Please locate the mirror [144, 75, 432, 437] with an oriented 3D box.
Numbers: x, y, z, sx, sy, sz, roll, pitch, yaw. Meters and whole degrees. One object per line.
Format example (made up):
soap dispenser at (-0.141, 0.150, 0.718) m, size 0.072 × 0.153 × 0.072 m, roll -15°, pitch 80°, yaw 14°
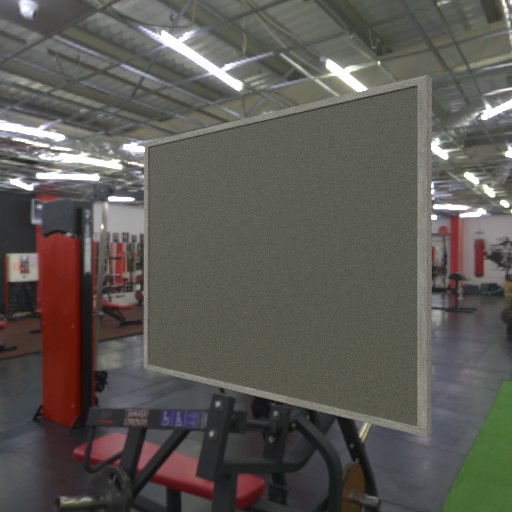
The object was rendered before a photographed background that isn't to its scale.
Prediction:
mirror at (0.000, 0.000, 1.103) m, size 0.839 × 0.689 × 0.028 m, roll 0°, pitch 0°, yaw 37°
